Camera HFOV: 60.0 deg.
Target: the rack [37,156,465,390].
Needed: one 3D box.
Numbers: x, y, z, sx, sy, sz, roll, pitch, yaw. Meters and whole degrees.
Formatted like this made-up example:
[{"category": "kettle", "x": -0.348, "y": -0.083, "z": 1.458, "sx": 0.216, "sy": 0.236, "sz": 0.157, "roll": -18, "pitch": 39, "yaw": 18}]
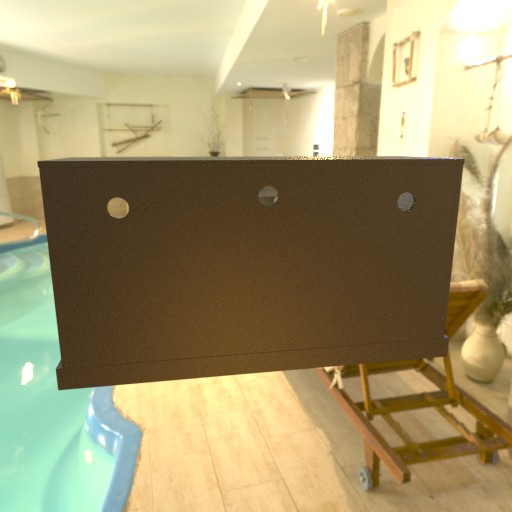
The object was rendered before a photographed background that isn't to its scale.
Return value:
[{"category": "rack", "x": 0.000, "y": 0.000, "z": 1.469, "sx": 1.206, "sy": 0.635, "sz": 0.399, "roll": -2, "pitch": 14, "yaw": -10}]
